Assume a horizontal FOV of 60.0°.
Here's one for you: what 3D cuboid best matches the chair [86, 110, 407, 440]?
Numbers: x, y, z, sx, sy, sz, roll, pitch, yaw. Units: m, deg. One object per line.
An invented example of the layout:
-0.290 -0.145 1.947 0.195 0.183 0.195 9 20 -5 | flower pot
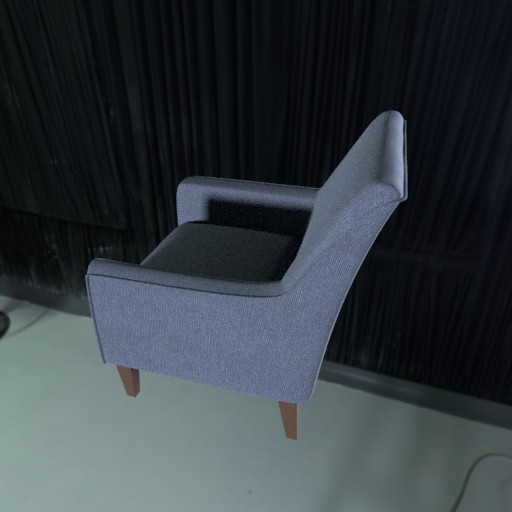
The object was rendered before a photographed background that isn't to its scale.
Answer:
0.000 0.000 1.595 0.899 0.919 0.780 8 32 14 | chair
